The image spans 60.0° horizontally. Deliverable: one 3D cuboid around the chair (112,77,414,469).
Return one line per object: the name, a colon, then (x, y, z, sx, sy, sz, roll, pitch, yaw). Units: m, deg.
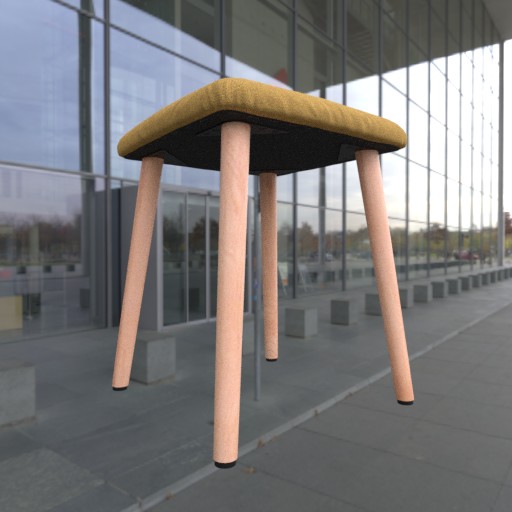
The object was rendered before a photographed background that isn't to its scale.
chair: (0.000, 0.000, 0.693, 0.350, 0.440, 0.350, -1, 1, -37)
